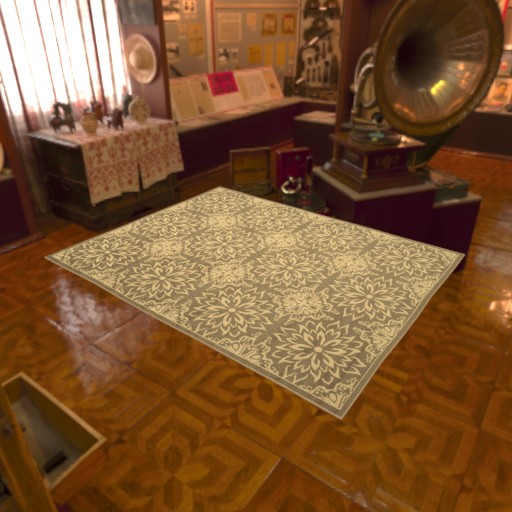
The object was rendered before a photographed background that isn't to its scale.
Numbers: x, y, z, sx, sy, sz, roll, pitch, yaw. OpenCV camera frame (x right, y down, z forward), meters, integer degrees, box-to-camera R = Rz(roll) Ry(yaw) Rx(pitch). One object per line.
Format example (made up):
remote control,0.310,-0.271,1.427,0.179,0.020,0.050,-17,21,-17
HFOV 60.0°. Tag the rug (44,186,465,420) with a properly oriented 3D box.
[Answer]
rug,0.000,0.000,4.001,2.980,0.012,2.363,20,34,32
